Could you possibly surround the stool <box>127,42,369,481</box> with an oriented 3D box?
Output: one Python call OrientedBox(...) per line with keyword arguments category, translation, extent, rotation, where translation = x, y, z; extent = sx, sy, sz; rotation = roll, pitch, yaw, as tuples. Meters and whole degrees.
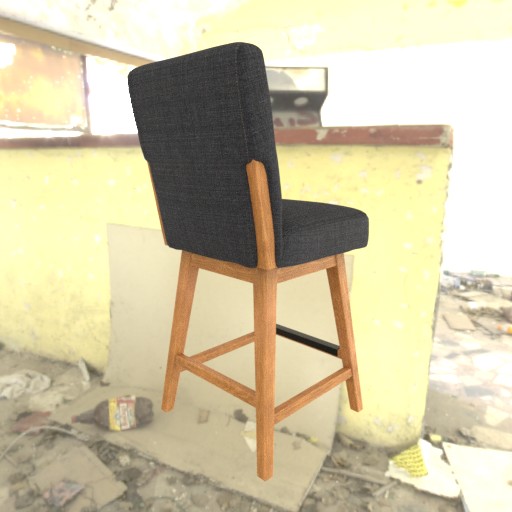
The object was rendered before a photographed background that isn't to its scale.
OrientedBox(category="stool", translation=(0.000, 0.000, 1.278), extent=(0.459, 1.010, 0.526), rotation=(12, 18, 43))
